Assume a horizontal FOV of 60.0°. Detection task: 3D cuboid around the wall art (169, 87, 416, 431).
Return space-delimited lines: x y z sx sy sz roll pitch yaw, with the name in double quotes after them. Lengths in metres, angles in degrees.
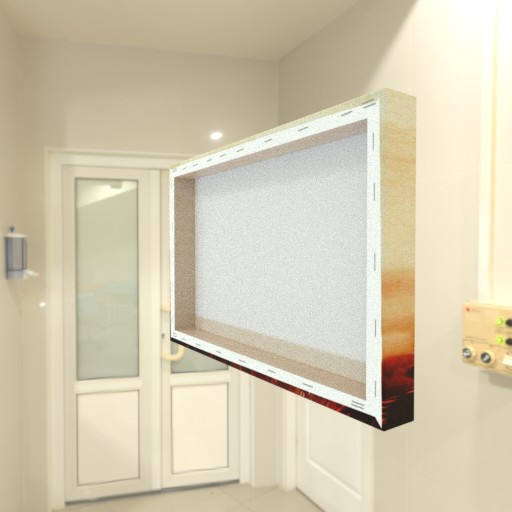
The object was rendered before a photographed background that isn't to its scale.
0.000 0.000 0.490 0.037 0.251 0.383 -1 1 -35 "wall art"
